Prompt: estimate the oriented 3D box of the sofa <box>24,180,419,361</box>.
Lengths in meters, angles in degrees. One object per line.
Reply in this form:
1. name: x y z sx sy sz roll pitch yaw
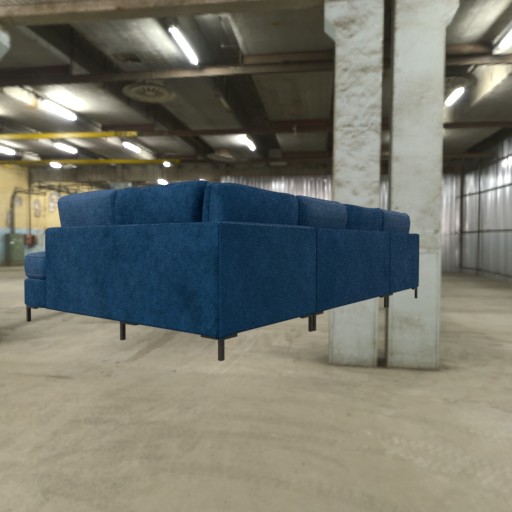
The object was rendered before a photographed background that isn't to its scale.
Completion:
1. sofa: 0.000 0.000 4.241 2.055 0.992 3.434 1 2 37
